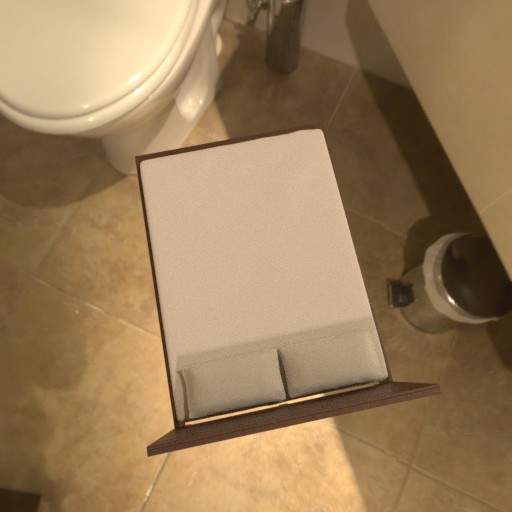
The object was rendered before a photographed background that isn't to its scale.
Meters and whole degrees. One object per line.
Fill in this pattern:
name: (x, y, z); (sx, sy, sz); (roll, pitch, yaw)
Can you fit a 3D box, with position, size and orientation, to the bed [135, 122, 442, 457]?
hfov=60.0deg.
bed: (0.000, 0.000, 3.215); (1.613, 1.169, 2.221); (-11, 75, -3)
